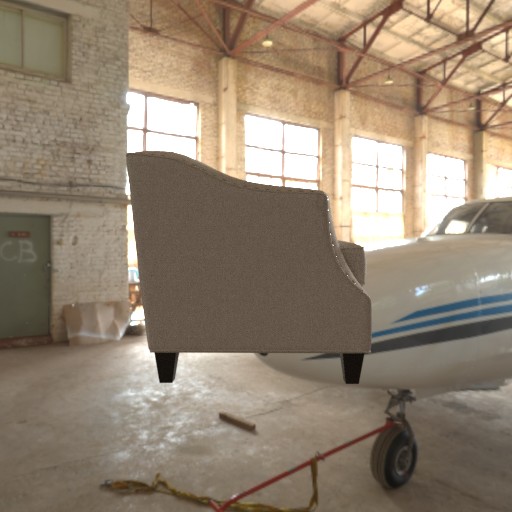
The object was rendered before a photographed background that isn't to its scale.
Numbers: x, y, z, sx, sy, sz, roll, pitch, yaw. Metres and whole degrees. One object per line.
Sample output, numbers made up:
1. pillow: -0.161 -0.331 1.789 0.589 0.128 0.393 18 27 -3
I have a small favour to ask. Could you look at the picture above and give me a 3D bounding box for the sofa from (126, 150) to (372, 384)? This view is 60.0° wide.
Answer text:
1. sofa: 0.000 0.000 2.715 0.914 0.901 2.235 0 1 1
